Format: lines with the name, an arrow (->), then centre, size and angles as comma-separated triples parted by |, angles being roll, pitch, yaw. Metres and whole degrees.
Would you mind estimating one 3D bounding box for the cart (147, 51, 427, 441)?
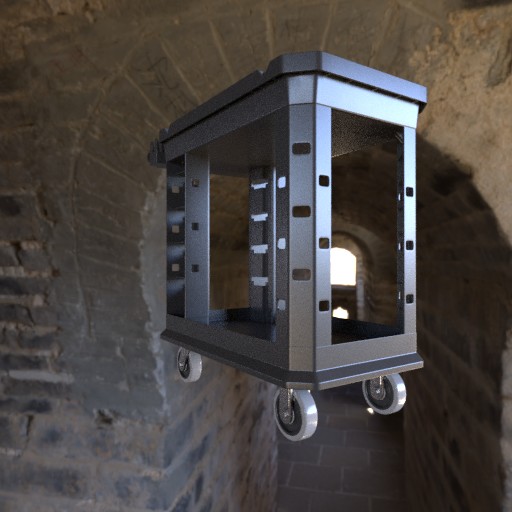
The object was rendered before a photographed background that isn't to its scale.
cart -> 0.000, 0.000, 1.500 | 0.497, 0.884, 1.061 | 0, 0, -34
